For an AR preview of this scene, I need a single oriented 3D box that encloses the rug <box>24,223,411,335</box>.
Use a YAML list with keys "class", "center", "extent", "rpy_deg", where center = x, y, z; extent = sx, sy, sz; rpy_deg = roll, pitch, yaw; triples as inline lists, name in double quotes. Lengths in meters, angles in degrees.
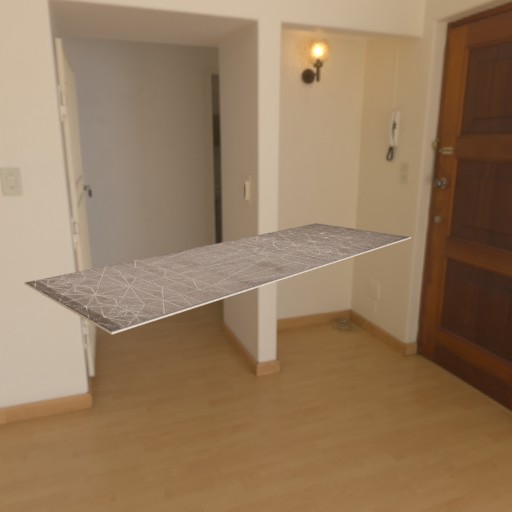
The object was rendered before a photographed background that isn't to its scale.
- class: "rug"
  center: [0.000, 0.000, 2.721]
  extent: [0.864, 0.012, 2.388]
  rpy_deg: [13, 19, 43]
